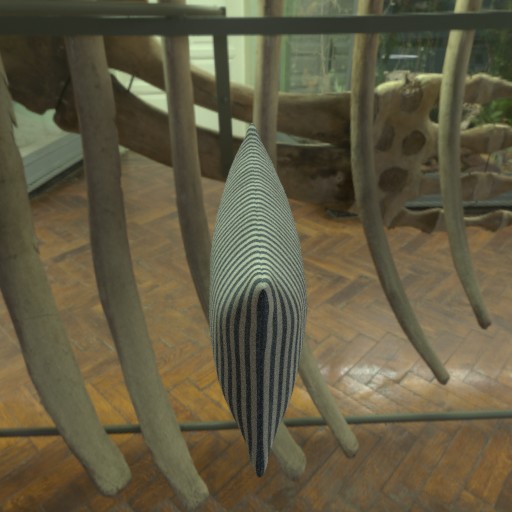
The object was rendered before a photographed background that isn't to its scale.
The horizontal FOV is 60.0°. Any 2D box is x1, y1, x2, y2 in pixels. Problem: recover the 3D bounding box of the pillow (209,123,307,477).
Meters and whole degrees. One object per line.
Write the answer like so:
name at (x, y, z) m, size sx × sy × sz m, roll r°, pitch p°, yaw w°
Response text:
pillow at (0.000, 0.000, 0.751) m, size 0.151 × 0.295 × 0.617 m, roll -1°, pitch 31°, yaw -1°
